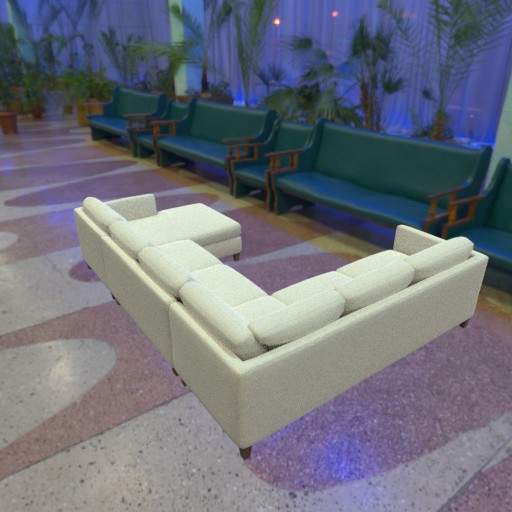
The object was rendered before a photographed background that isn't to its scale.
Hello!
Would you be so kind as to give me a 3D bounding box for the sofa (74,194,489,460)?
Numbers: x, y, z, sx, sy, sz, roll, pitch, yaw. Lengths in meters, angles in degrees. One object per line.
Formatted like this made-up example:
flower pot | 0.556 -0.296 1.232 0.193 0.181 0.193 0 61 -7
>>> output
sofa | 0.000 0.000 4.322 2.551 0.853 3.238 -17 31 -31
